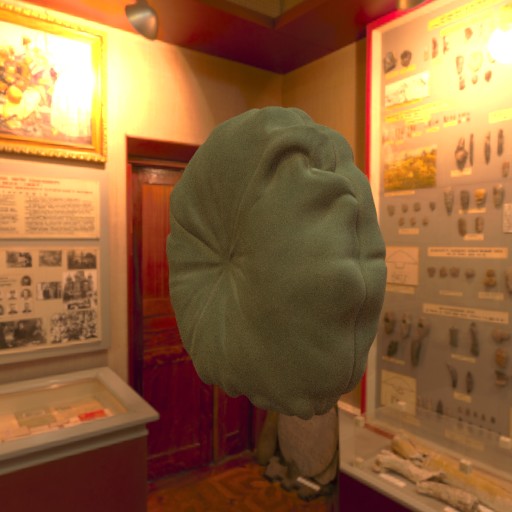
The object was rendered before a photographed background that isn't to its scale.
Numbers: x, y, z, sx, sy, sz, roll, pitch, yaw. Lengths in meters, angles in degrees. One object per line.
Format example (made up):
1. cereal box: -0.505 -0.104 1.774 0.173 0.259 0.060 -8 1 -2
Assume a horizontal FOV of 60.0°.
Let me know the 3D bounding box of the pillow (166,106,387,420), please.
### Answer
1. pillow: 0.000 0.000 0.631 0.148 0.407 0.428 -1 3 -35
